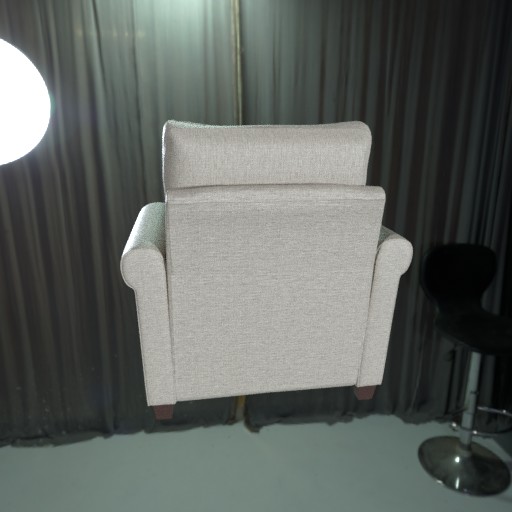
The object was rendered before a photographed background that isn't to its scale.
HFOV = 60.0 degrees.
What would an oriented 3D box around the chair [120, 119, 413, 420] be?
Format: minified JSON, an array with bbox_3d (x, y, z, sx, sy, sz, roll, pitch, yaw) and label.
[{"bbox_3d":[0.000,0.000,2.347,1.275,1.349,1.180,-2,15,-9],"label":"chair"}]
